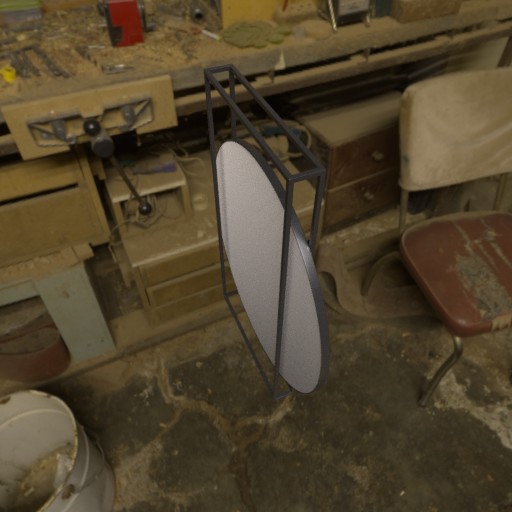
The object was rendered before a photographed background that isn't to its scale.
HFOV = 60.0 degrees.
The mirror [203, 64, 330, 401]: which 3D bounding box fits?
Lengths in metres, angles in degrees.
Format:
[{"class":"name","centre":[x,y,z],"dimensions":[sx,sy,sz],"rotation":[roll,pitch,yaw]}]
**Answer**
[{"class":"mirror","centre":[0.000,0.000,0.849],"dimensions":[0.051,0.603,0.508],"rotation":[-18,50,-15]}]
